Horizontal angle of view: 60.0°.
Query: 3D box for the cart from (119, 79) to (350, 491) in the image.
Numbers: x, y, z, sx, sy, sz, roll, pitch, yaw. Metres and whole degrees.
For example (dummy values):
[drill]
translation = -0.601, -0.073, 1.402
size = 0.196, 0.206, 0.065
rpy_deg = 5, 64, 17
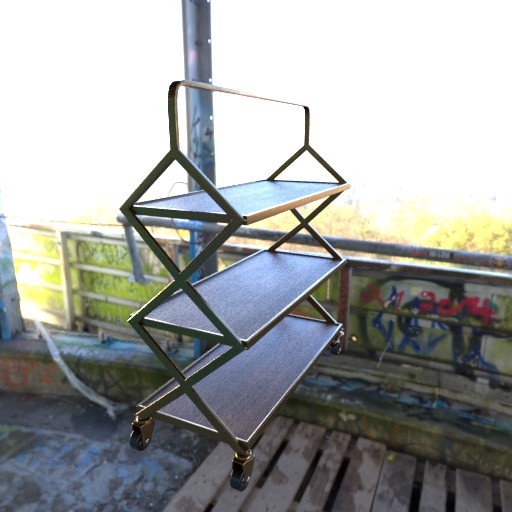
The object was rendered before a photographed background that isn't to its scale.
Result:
[cart]
translation = 0.000, 0.000, 1.168
size = 0.313, 0.805, 0.723
rpy_deg = 7, 17, 26
